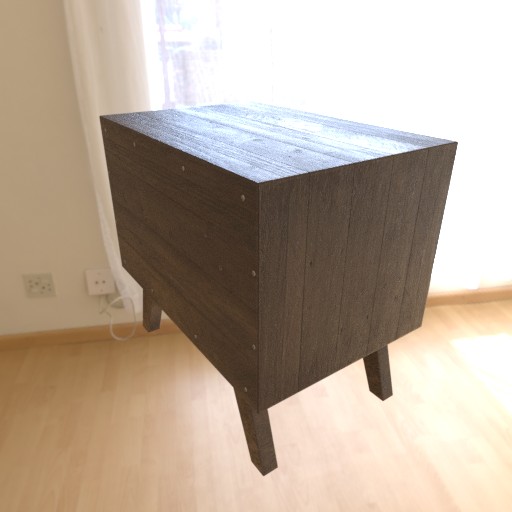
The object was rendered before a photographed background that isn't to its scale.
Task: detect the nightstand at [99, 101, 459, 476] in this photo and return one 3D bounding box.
[{"bbox_3d":[0.000,0.000,1.051,0.450,0.599,0.650,-17,31,-31],"label":"nightstand"}]
